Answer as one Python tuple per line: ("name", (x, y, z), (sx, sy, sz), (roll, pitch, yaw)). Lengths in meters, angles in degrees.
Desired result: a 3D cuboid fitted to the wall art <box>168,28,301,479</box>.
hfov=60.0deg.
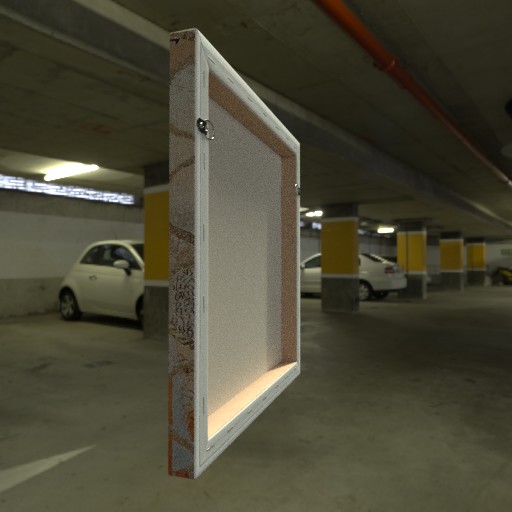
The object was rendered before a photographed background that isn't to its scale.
("wall art", (0.000, 0.000, 0.738), (0.038, 0.508, 0.507), (0, -1, 19))
